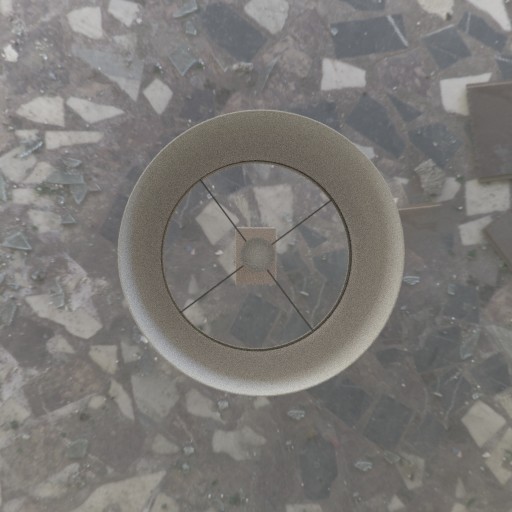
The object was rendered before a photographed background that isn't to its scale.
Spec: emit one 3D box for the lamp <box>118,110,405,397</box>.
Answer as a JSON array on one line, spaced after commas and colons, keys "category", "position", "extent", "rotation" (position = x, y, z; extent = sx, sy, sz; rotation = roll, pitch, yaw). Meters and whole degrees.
[{"category": "lamp", "position": [0.000, 0.000, 0.561], "extent": [0.229, 0.417, 0.229], "rotation": [0, 89, -1]}]
